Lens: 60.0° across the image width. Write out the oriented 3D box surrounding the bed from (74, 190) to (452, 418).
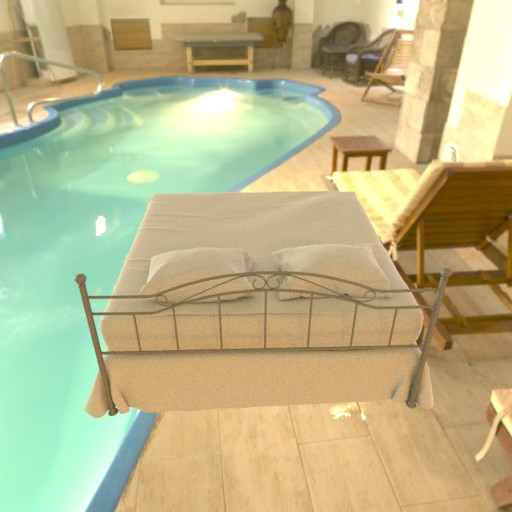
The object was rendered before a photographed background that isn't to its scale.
[{"bbox_3d":[0.000,0.000,3.557,2.309,1.080,2.220,-1,31,-2],"label":"bed"}]
